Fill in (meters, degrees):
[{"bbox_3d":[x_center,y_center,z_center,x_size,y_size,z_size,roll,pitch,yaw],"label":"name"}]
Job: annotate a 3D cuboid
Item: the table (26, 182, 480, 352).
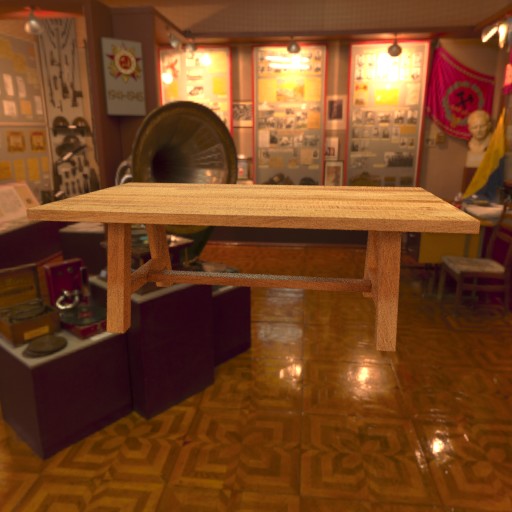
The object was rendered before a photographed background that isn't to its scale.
[{"bbox_3d":[0.000,0.000,1.695,1.320,0.455,0.760,2,16,8],"label":"table"}]
